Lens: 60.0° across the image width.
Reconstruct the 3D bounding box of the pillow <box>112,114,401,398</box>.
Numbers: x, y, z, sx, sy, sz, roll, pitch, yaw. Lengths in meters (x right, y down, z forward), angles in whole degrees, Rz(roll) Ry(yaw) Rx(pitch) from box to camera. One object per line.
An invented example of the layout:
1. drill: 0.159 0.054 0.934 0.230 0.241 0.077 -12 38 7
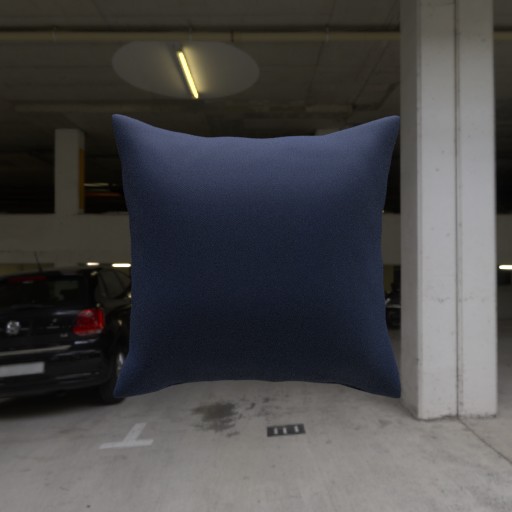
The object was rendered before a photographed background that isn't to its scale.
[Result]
1. pillow: 0.000 0.000 0.772 0.504 0.494 0.188 0 -1 0
